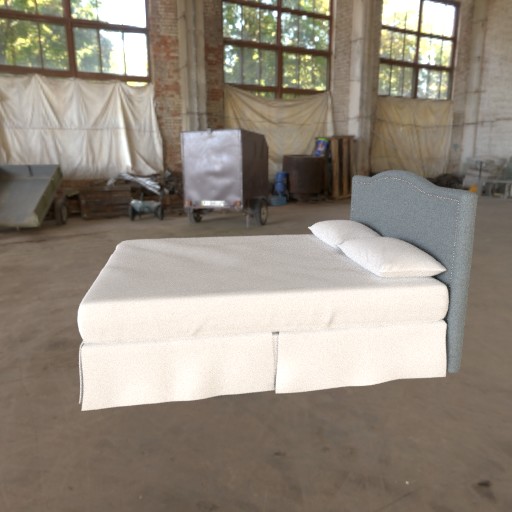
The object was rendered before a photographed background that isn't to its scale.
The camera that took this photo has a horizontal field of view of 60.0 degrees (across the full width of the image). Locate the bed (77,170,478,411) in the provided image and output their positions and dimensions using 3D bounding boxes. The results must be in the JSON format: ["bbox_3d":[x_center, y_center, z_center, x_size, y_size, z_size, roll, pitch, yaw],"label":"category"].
[{"bbox_3d":[0.000,0.000,3.878,2.689,1.457,2.161,-2,14,-9],"label":"bed"}]
